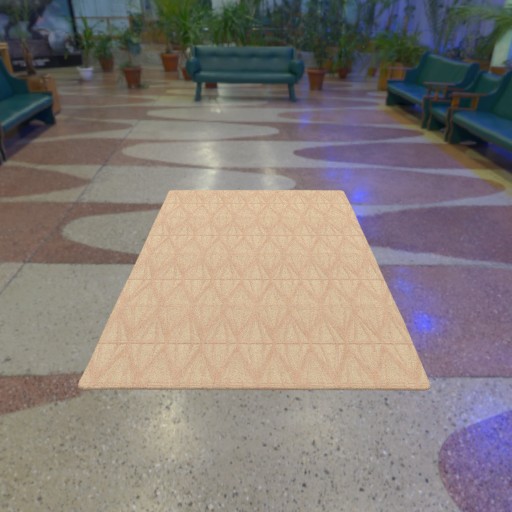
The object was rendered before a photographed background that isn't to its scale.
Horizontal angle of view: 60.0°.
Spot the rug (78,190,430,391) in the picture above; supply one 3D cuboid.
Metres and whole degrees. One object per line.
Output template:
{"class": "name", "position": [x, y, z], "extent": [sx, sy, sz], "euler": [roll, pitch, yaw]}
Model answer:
{"class": "rug", "position": [0.000, 0.000, 3.018], "extent": [1.609, 0.015, 2.390], "euler": [0, 30, 0]}
